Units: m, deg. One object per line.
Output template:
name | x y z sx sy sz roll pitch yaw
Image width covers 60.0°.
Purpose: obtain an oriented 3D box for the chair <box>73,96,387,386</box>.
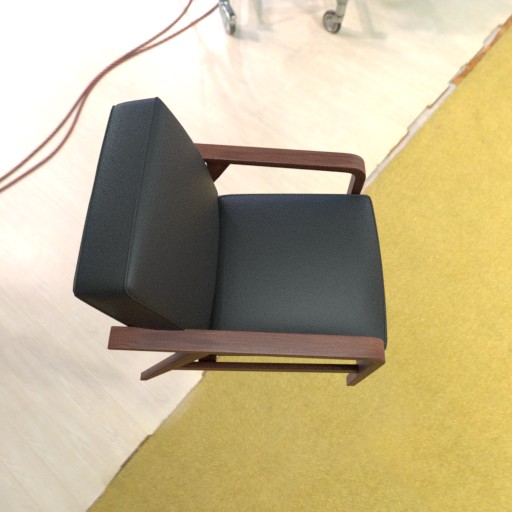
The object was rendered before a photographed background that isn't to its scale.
chair | 0.000 0.000 1.488 0.889 0.861 0.719 1 64 1
